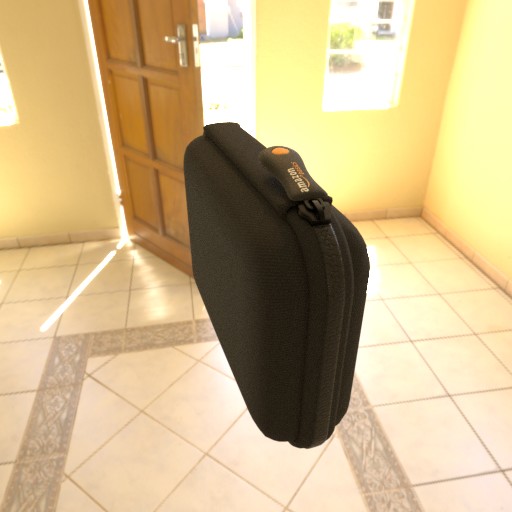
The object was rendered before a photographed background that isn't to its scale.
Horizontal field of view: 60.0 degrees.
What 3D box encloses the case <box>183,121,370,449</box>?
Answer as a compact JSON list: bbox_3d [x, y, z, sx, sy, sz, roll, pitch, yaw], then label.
[{"bbox_3d":[0.000,0.000,0.185,0.038,0.105,0.132,-10,33,-16],"label":"case"}]
